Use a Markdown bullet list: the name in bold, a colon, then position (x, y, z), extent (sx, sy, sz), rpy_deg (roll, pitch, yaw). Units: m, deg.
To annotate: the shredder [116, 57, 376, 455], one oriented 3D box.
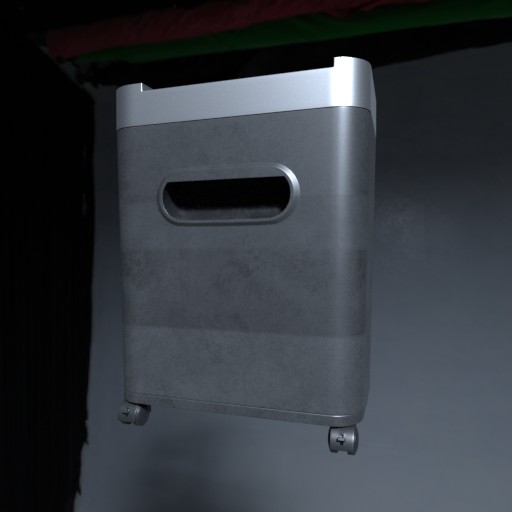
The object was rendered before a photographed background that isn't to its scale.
- **shredder**: position (0.000, 0.000, 0.602), extent (0.311, 0.419, 0.237), rpy_deg (0, 1, 18)
